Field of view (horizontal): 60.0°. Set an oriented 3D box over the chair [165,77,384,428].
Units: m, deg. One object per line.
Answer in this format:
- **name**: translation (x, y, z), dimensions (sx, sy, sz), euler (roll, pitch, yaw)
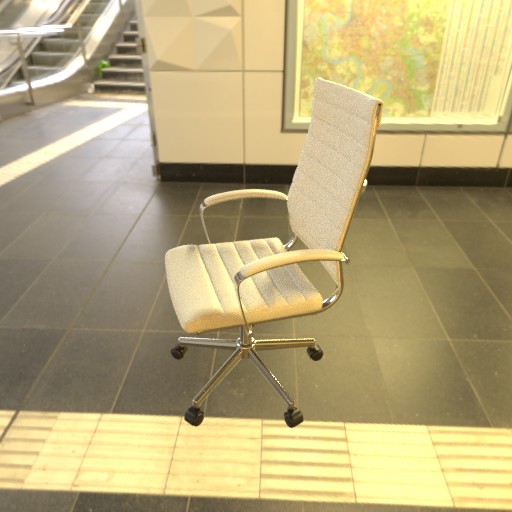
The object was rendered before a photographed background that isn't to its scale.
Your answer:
- **chair**: translation (0.000, 0.000, 1.631), dimensions (0.679, 1.149, 0.679), euler (-9, 31, -15)
